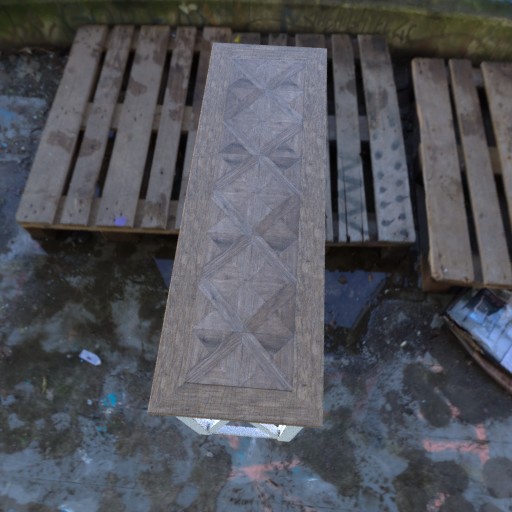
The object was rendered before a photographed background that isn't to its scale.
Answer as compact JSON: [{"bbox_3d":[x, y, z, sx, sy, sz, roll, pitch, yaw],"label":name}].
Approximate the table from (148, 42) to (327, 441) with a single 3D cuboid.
[{"bbox_3d":[0.000,0.000,1.858,0.450,0.930,1.400,4,64,2],"label":"table"}]
